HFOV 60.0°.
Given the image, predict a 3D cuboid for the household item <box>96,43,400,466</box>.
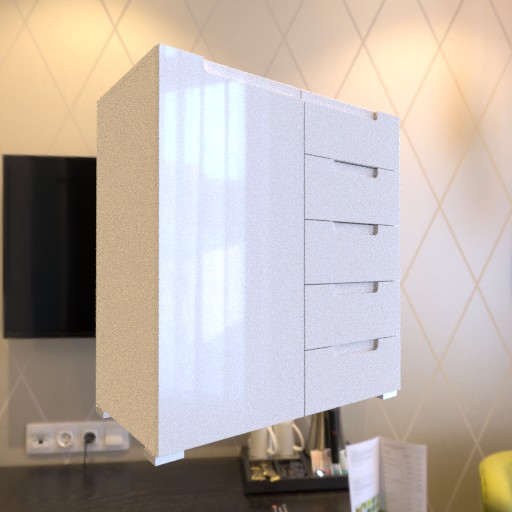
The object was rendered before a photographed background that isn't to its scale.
[{"bbox_3d":[0.000,0.000,1.308,0.800,0.870,0.420,0,-1,-36],"label":"household item"}]
